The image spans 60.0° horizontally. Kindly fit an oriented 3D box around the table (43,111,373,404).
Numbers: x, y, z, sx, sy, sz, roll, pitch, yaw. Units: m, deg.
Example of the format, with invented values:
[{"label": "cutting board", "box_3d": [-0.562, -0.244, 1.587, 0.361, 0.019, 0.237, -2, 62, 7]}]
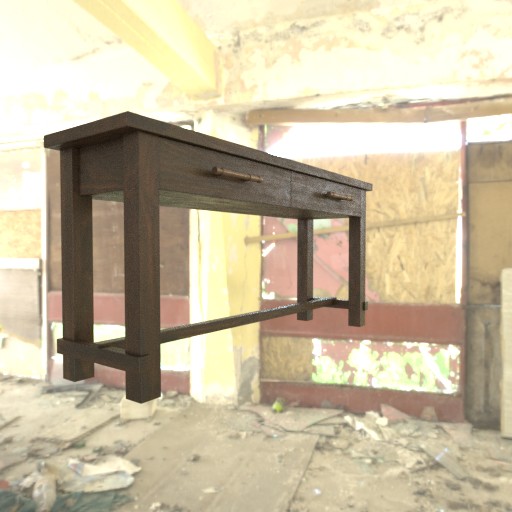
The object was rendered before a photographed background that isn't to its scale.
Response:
[{"label": "table", "box_3d": [0.000, 0.000, 1.877, 0.442, 0.762, 1.599, 1, 1, 37]}]
